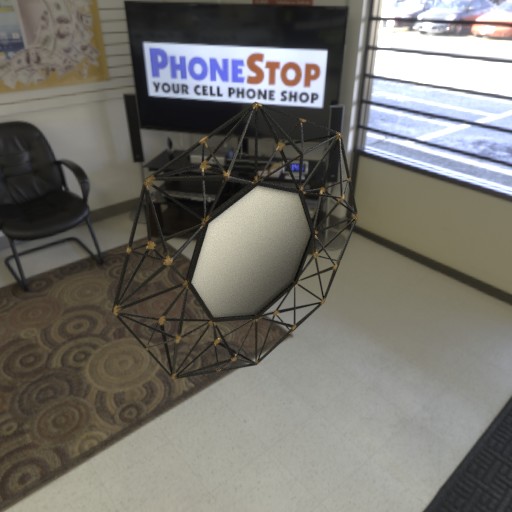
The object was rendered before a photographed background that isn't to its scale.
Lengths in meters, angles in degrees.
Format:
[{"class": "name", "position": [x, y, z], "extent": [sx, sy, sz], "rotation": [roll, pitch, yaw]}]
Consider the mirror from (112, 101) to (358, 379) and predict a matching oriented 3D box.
[{"class": "mirror", "position": [0.000, 0.000, 1.057], "extent": [0.710, 0.710, 0.094], "rotation": [-21, 37, -31]}]
